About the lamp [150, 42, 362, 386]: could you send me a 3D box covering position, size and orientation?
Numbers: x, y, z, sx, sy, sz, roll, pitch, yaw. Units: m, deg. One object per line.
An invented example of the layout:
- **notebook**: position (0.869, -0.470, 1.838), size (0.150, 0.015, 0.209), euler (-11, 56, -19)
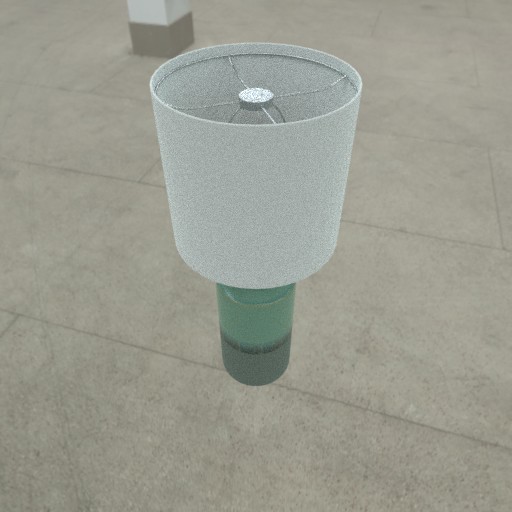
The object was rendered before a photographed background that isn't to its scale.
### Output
- **lamp**: position (0.000, 0.000, 0.614), size (0.212, 0.493, 0.212), euler (-13, 44, -13)
